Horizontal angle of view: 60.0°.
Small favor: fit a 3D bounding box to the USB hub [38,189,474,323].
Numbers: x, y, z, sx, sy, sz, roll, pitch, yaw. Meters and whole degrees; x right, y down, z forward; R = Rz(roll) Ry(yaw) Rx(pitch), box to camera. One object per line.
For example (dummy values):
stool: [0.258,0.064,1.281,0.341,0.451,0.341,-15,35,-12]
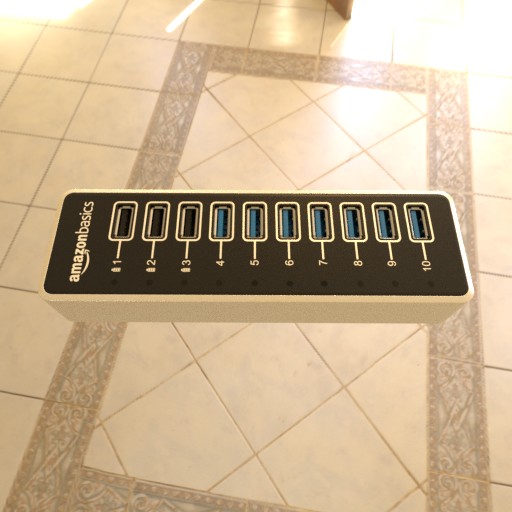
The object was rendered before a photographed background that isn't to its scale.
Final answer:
USB hub: [0.000,0.000,0.164,0.145,0.023,0.044,0,64,0]
